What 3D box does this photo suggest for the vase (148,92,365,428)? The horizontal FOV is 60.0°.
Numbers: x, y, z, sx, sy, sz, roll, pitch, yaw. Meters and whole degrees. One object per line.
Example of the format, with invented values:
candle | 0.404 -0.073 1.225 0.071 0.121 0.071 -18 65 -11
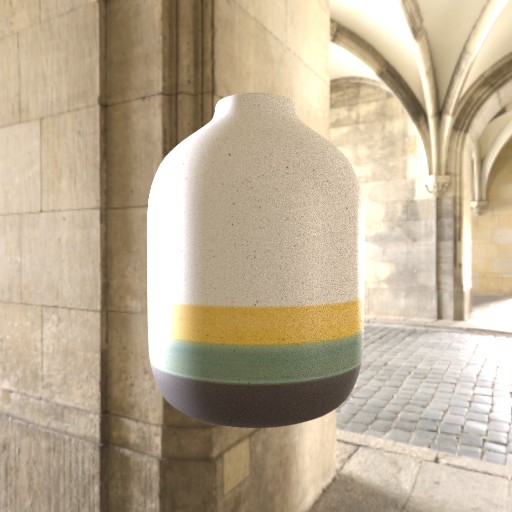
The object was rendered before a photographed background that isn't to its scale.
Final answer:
vase | 0.000 0.000 0.356 0.169 0.240 0.169 0 1 0
